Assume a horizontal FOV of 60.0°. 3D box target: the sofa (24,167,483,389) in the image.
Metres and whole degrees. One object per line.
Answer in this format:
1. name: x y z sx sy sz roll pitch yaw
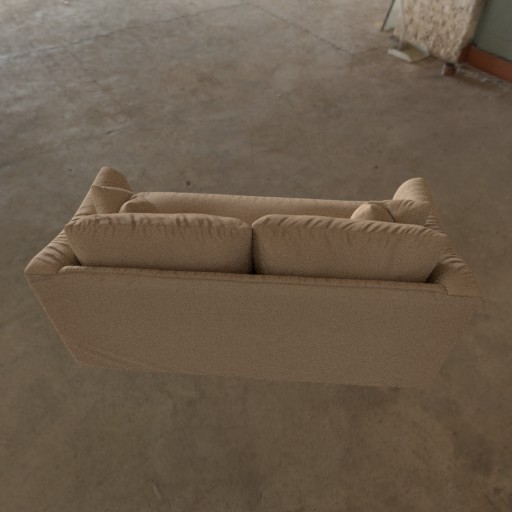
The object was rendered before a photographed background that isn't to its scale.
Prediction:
1. sofa: 0.000 0.000 2.509 2.010 1.018 1.072 3 46 3
